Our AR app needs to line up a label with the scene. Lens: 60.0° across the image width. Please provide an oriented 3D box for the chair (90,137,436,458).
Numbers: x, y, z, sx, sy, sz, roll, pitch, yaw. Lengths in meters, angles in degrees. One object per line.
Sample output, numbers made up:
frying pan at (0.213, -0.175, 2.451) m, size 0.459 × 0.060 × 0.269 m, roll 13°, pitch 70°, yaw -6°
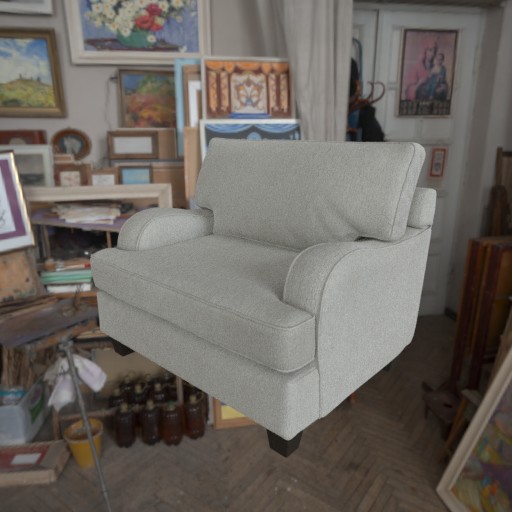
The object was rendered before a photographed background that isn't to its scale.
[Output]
chair at (0.000, 0.000, 2.012) m, size 1.220 × 1.016 × 1.041 m, roll 14°, pitch 21°, yaw 41°
